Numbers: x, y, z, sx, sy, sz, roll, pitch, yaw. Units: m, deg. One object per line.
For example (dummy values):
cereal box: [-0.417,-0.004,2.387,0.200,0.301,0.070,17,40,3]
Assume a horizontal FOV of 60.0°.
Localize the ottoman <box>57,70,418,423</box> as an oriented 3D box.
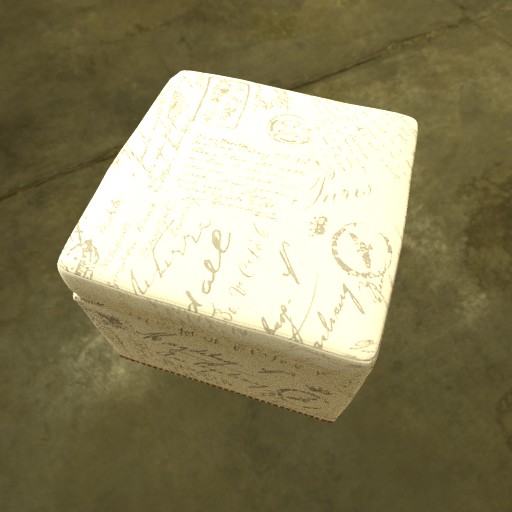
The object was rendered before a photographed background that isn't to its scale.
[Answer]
ottoman: [0.000,0.000,0.834,0.450,0.457,0.449,15,60,9]
